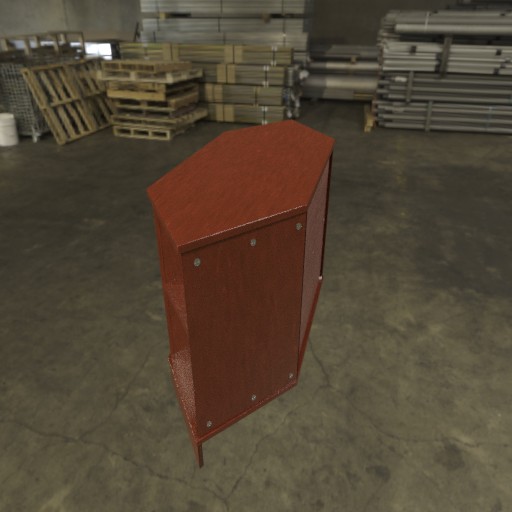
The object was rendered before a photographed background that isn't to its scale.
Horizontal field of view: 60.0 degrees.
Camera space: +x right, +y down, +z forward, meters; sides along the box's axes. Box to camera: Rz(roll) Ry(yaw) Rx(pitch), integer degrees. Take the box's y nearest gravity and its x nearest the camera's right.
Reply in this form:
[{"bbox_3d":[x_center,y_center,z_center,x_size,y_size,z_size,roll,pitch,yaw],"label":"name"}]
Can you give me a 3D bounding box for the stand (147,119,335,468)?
[{"bbox_3d":[0.000,0.000,1.380,0.381,0.614,1.072,7,30,13],"label":"stand"}]
